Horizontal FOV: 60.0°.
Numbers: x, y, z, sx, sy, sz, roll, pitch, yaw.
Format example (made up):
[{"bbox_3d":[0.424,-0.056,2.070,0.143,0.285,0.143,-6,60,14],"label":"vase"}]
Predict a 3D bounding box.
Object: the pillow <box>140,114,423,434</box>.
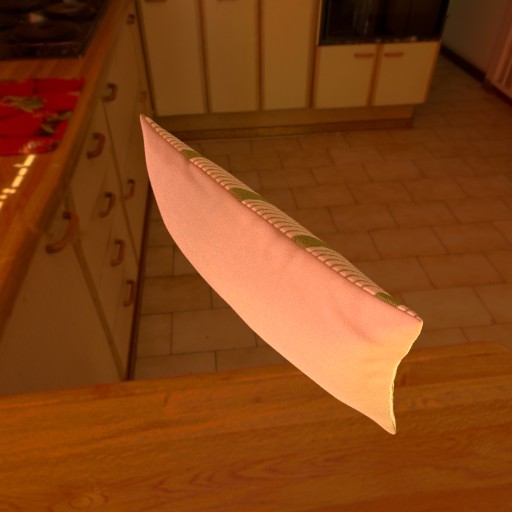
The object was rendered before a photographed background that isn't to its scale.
[{"bbox_3d":[0.000,0.000,0.717,0.156,0.292,0.608,-27,48,-27],"label":"pillow"}]
